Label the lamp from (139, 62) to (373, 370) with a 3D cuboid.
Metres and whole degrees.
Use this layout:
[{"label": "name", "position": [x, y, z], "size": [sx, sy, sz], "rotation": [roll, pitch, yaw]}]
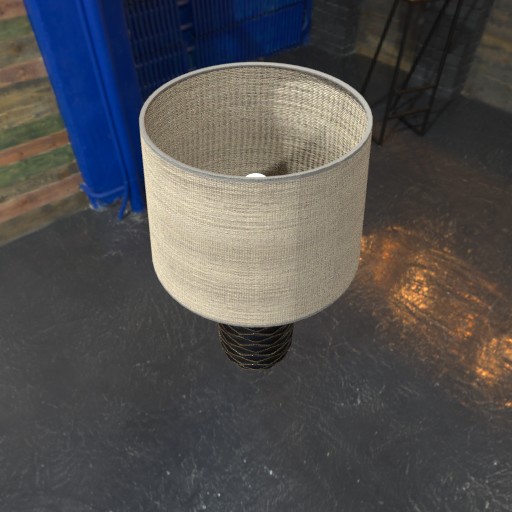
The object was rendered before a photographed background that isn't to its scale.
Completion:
[{"label": "lamp", "position": [0.000, 0.000, 0.839], "size": [0.376, 0.594, 0.376], "rotation": [0, 46, 0]}]
